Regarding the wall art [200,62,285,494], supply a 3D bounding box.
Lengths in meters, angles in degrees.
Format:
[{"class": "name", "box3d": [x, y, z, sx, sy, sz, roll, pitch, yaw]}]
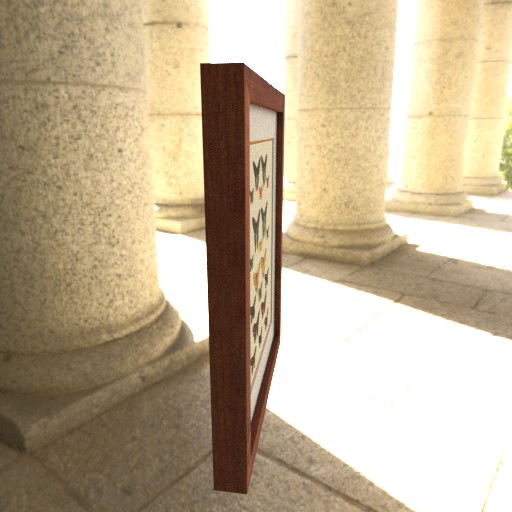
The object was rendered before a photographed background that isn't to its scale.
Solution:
[{"class": "wall art", "box3d": [0.000, 0.000, 0.619, 0.039, 0.449, 0.377, 2, 16, 8]}]
